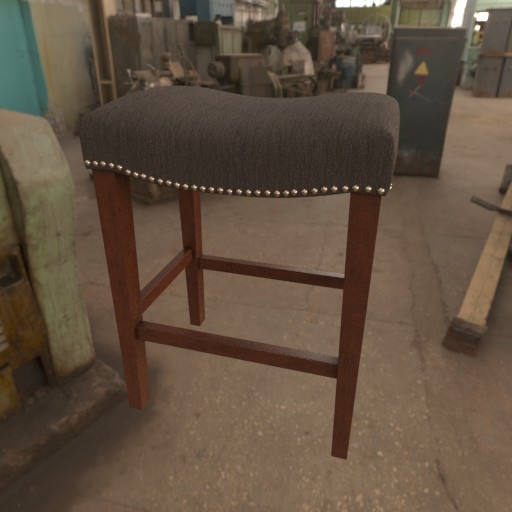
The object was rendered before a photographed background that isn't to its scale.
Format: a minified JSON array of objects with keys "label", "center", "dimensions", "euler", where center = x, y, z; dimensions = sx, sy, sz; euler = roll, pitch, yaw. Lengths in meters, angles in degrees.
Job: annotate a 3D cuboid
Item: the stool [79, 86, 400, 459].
[{"label":"stool","center":[0.000,0.000,0.937],"dimensions":[0.504,0.654,0.372],"euler":[8,28,15]}]
